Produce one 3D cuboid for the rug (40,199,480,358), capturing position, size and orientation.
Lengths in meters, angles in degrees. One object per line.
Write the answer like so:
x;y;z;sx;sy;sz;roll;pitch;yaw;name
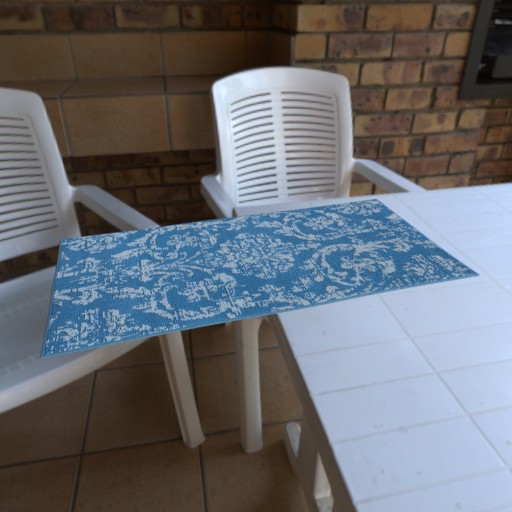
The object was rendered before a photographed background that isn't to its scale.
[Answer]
0.000;0.000;1.419;1.219;0.007;0.604;-9;31;-14;rug
